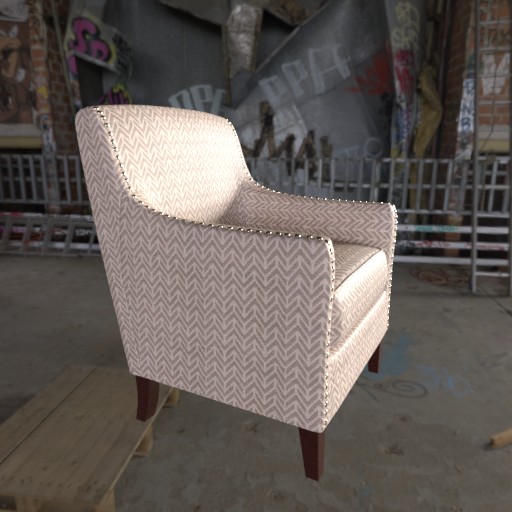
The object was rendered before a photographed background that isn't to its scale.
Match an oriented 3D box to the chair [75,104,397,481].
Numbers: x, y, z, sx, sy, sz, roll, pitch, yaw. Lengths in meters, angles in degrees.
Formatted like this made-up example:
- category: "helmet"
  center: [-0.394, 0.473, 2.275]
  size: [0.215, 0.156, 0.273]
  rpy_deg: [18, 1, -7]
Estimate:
- category: "chair"
  center: [0.000, 0.000, 1.250]
  size: [0.651, 0.816, 0.623]
  rpy_deg: [8, 16, 28]
